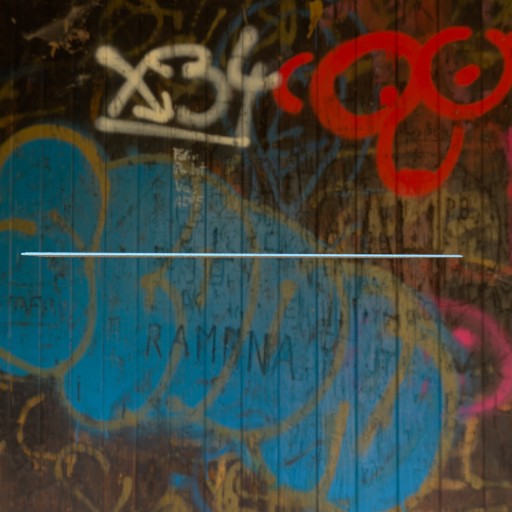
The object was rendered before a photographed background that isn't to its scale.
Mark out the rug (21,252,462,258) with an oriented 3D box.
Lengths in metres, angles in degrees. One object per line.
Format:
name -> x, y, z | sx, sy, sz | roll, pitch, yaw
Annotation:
rug -> 0.000, 0.000, 2.431 | 2.196, 0.011, 0.662 | 0, -1, -18
